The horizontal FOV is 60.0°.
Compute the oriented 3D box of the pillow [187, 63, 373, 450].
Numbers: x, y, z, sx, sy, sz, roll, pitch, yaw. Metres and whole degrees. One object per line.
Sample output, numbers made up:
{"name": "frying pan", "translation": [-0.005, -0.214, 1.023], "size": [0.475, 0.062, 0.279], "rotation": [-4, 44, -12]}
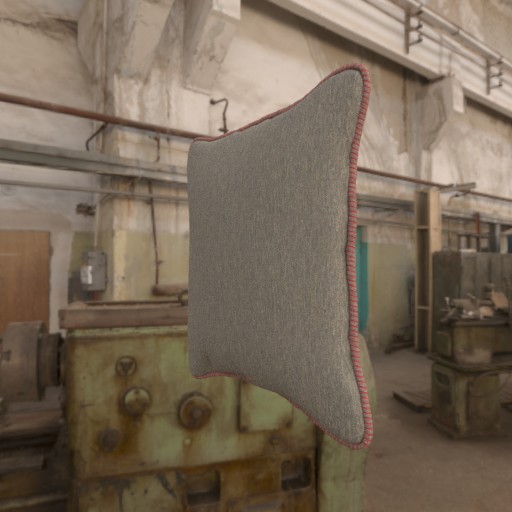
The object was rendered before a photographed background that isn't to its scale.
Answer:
{"name": "pillow", "translation": [0.000, 0.000, 0.736], "size": [0.124, 0.491, 0.482], "rotation": [1, -1, -35]}
